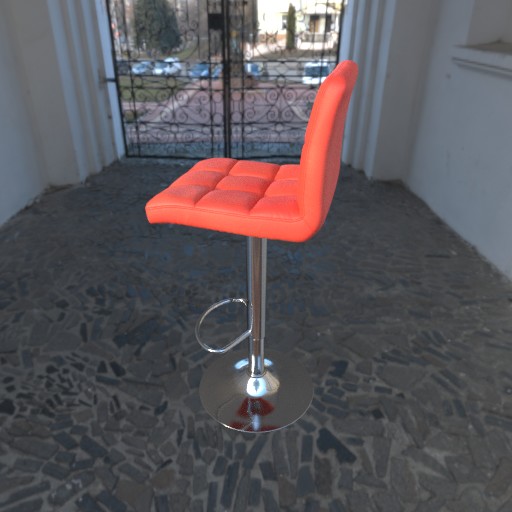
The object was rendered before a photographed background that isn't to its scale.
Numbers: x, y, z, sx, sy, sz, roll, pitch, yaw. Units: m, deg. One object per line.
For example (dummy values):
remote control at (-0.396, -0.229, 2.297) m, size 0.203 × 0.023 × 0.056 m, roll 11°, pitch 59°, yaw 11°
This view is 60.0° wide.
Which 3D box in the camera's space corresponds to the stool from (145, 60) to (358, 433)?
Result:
stool at (0.000, 0.000, 1.391) m, size 0.505 × 1.115 × 0.430 m, roll 7°, pitch 29°, yaw 13°
